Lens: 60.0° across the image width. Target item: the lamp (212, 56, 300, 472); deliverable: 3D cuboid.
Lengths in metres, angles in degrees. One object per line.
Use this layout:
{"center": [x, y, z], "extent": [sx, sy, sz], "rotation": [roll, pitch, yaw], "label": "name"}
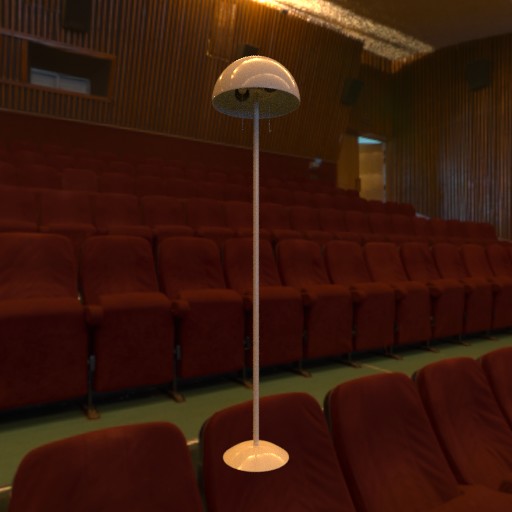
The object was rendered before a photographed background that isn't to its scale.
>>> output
{"center": [0.000, 0.000, 1.646], "extent": [0.328, 1.480, 0.328], "rotation": [1, -1, -34], "label": "lamp"}
